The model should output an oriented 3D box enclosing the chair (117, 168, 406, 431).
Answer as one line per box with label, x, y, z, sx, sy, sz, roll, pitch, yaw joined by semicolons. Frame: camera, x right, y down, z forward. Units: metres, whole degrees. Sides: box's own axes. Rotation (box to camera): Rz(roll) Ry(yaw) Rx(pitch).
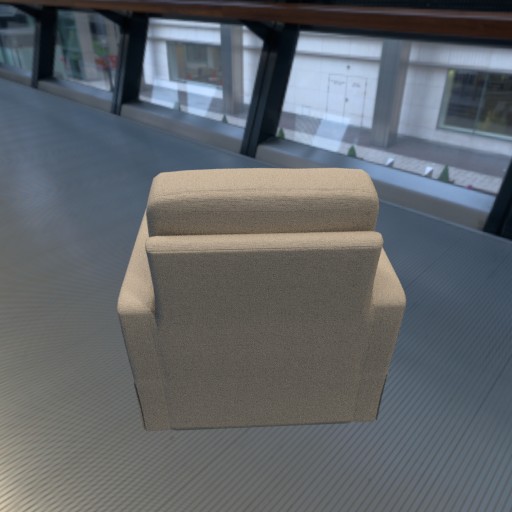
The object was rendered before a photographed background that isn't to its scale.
chair;0.000;0.000;1.519;0.755;0.827;0.888;-1;30;-2
